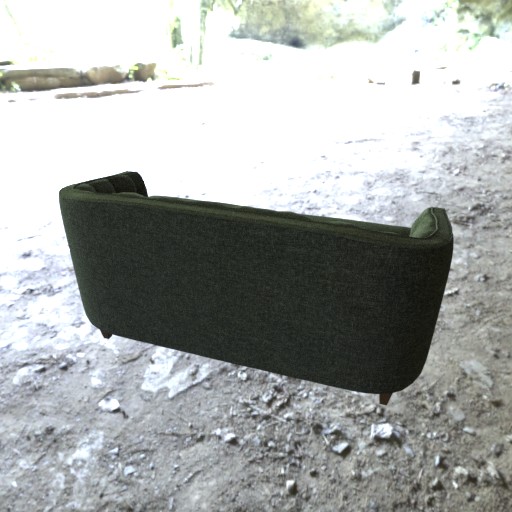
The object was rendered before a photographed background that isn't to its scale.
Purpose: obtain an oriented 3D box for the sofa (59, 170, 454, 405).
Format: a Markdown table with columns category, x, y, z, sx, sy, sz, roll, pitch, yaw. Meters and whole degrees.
| category | x | y | z | sx | sy | sz | roll | pitch | yaw |
| --- | --- | --- | --- | --- | --- | --- | --- | --- | --- |
| sofa | 0.000 | 0.000 | 2.230 | 1.733 | 0.855 | 0.941 | 9 | 31 | 16 |
